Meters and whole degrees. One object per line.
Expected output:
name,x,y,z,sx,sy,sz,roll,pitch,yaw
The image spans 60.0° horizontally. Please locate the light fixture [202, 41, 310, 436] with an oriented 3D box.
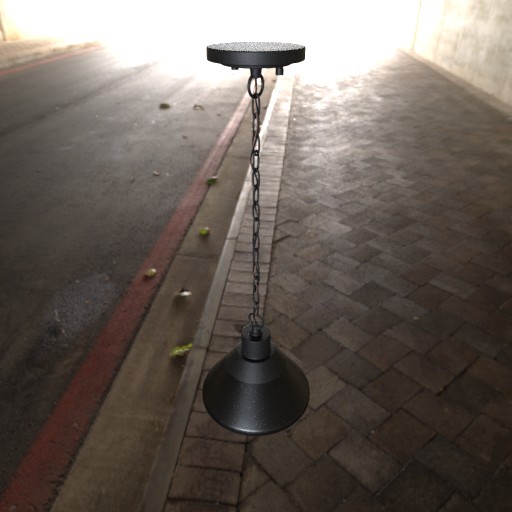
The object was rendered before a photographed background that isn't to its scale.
light fixture,0.000,0.000,0.684,0.201,0.588,0.201,22,37,32
